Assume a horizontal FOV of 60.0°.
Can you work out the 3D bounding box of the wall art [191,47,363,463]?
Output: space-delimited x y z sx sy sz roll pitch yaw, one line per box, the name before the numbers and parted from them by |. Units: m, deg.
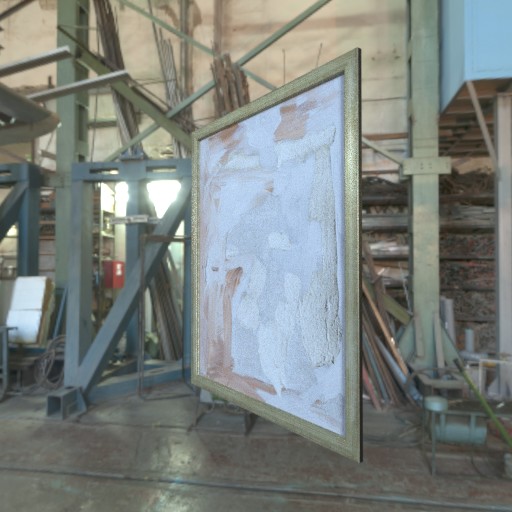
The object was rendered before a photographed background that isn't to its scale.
wall art | 0.000 0.000 0.793 0.009 0.559 0.483 1 -1 -36
